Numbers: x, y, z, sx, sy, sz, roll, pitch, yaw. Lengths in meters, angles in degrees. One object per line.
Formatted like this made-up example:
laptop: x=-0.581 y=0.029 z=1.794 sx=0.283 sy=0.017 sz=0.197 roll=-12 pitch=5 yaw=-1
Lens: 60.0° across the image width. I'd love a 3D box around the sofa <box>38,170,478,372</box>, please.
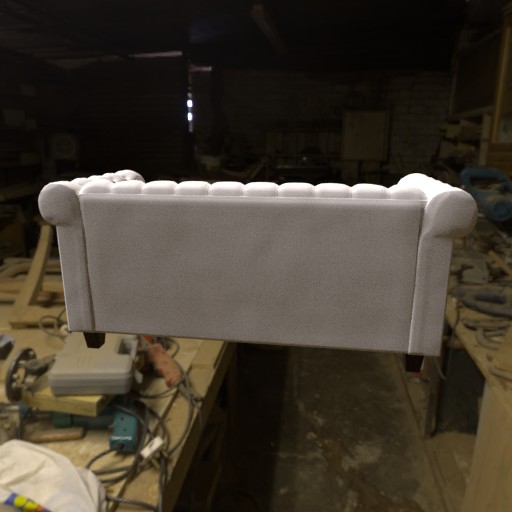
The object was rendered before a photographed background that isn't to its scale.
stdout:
sofa: x=0.000 y=0.000 z=2.223 sx=1.798 sy=0.796 sz=0.771 roll=2 pitch=15 yaw=8
